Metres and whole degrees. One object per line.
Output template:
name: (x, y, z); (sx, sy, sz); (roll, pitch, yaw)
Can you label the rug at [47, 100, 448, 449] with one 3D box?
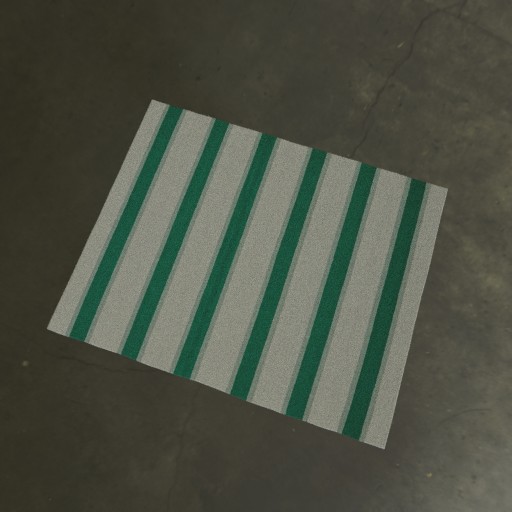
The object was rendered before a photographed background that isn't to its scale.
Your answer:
rug: (0.000, 0.000, 4.045); (3.041, 0.019, 2.434); (18, 76, 5)
